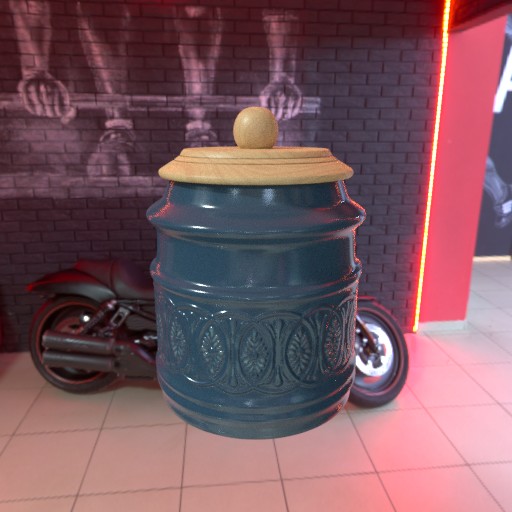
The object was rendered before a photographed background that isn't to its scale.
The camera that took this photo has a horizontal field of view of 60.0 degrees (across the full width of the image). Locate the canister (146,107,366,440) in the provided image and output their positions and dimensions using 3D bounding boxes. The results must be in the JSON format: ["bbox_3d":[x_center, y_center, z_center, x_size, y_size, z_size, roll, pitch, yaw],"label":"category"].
[{"bbox_3d":[0.000,0.000,0.276,0.130,0.176,0.130,0,15,0],"label":"canister"}]
